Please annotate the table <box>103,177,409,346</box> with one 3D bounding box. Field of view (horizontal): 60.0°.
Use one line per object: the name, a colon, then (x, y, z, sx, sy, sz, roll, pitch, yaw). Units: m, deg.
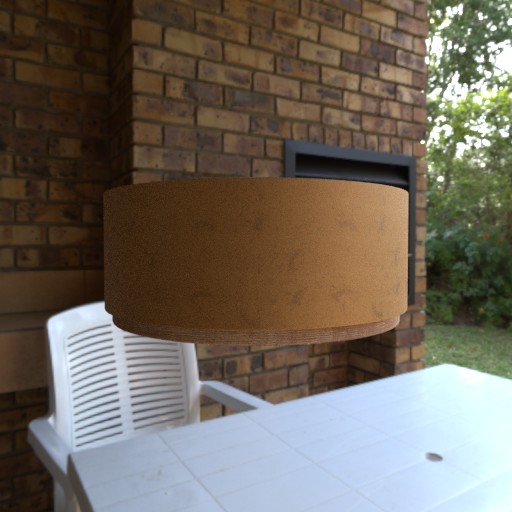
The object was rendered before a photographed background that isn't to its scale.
table: (0.000, 0.000, 1.544, 1.001, 0.409, 1.001, 0, 2, 0)
